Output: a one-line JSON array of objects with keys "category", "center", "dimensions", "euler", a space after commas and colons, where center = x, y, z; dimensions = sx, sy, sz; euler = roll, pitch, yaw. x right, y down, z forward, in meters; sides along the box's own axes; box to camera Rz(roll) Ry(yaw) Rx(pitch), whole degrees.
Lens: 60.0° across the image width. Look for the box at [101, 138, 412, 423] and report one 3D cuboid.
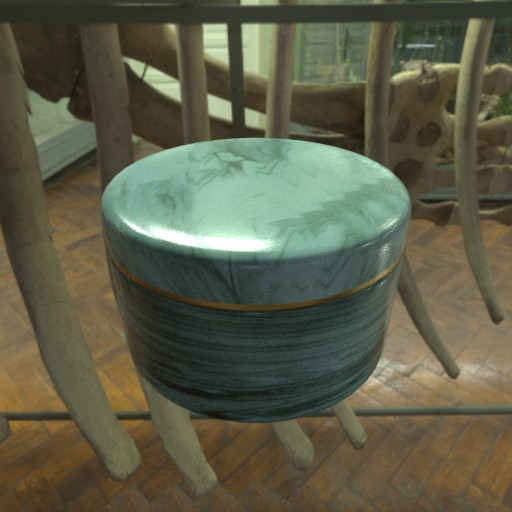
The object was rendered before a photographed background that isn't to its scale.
[{"category": "box", "center": [0.000, 0.000, 0.164], "dimensions": [0.101, 0.063, 0.101], "euler": [0, 32, 0]}]
